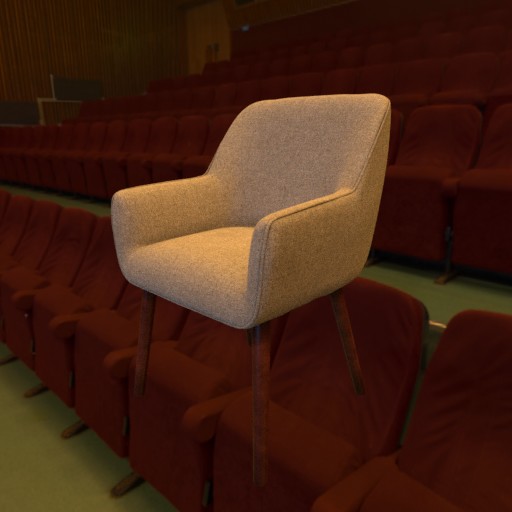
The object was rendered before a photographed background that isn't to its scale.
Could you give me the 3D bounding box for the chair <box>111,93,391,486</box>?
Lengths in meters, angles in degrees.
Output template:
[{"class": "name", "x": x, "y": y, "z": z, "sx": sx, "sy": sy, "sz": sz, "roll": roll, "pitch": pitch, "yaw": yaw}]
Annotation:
[{"class": "chair", "x": 0.000, "y": 0.000, "z": 1.146, "sx": 0.543, "sy": 0.803, "sz": 0.519, "roll": 14, "pitch": 21, "yaw": 42}]
